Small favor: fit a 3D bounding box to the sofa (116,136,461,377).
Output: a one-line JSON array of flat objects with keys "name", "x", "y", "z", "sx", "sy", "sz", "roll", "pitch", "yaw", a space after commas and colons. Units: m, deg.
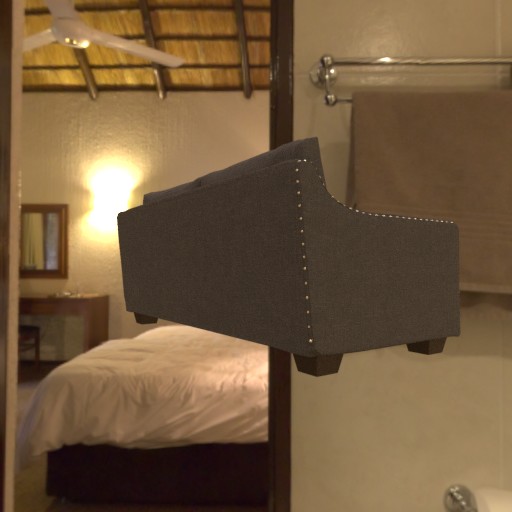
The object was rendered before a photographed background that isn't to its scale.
[{"name": "sofa", "x": 0.000, "y": 0.000, "z": 3.368, "sx": 1.336, "sy": 1.196, "sz": 2.550, "roll": 1, "pitch": -1, "yaw": -35}]
